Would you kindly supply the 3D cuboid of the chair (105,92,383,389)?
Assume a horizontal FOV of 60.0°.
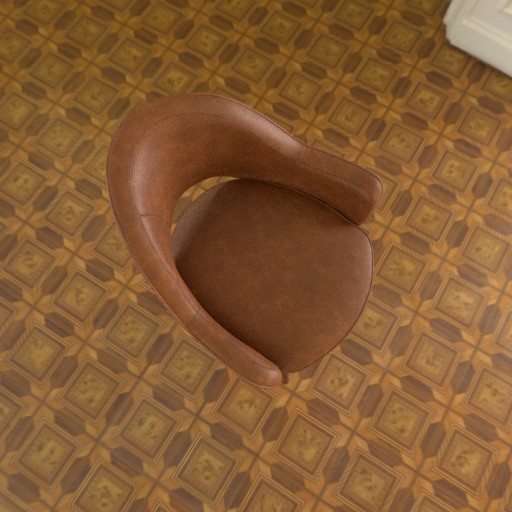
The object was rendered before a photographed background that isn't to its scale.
[{"bbox_3d":[0.000,0.000,1.215,0.640,0.777,0.591,30,76,8],"label":"chair"}]
